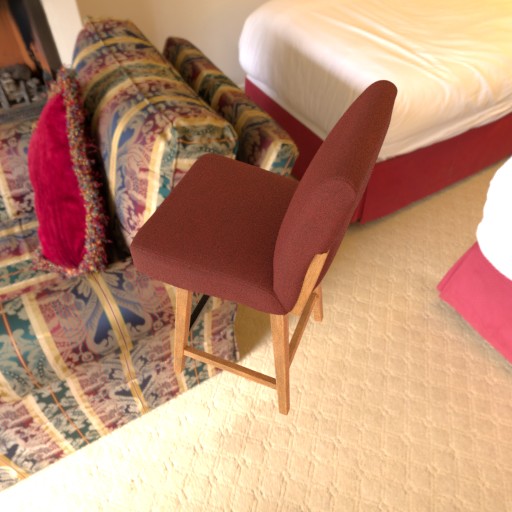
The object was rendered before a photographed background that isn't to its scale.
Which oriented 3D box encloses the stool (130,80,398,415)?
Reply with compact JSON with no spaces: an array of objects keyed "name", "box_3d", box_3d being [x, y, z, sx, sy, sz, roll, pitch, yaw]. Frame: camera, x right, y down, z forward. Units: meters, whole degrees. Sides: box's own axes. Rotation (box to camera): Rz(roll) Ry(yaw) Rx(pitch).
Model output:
[{"name":"stool","box_3d":[0.000,0.000,1.342,0.562,1.038,0.468,17,51,15]}]
